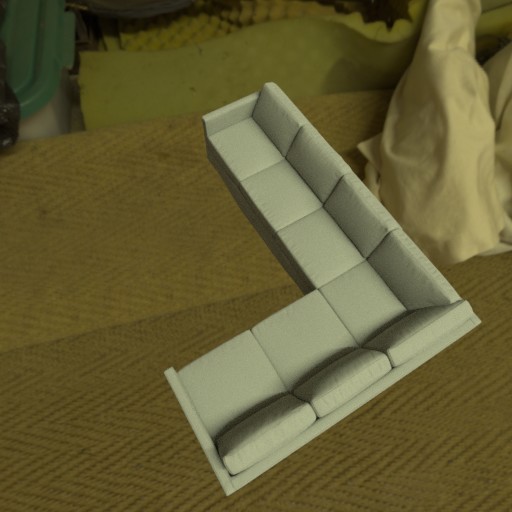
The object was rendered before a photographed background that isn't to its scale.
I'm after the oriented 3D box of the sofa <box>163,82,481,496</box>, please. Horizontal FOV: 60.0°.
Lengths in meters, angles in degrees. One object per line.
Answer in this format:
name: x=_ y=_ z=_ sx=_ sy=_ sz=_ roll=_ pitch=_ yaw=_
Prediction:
sofa: x=0.000 y=0.000 z=4.165 sx=2.432 sy=0.871 sz=3.182 roll=-29 pitch=67 yaw=-13
